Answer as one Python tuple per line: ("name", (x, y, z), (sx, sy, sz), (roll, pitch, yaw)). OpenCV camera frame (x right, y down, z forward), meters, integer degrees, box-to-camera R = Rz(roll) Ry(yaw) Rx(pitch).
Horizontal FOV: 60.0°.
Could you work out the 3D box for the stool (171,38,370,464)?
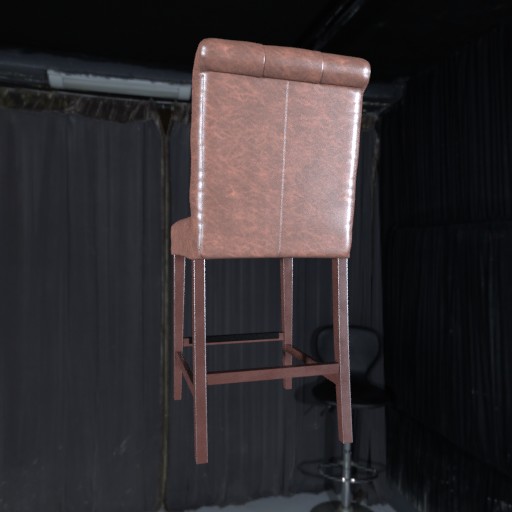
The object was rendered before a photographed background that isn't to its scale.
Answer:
("stool", (0.000, 0.000, 1.432), (0.486, 1.084, 0.660), (0, 1, -16))
